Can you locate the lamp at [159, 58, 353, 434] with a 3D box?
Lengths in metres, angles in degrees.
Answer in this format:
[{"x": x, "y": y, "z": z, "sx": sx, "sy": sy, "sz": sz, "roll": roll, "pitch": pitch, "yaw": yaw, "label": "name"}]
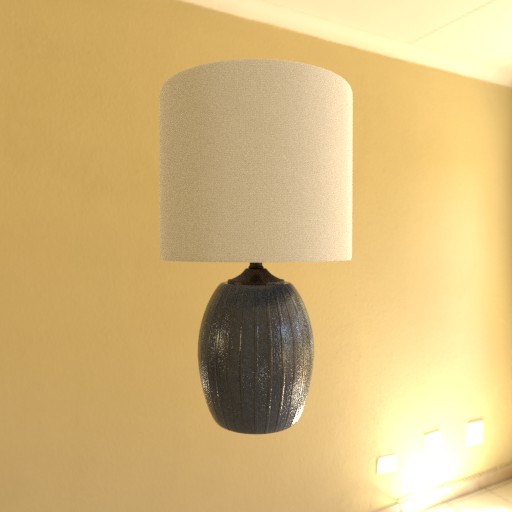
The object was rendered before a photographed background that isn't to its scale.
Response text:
[{"x": 0.000, "y": 0.000, "z": 0.776, "sx": 0.329, "sy": 0.570, "sz": 0.329, "roll": -1, "pitch": 1, "yaw": -37, "label": "lamp"}]
